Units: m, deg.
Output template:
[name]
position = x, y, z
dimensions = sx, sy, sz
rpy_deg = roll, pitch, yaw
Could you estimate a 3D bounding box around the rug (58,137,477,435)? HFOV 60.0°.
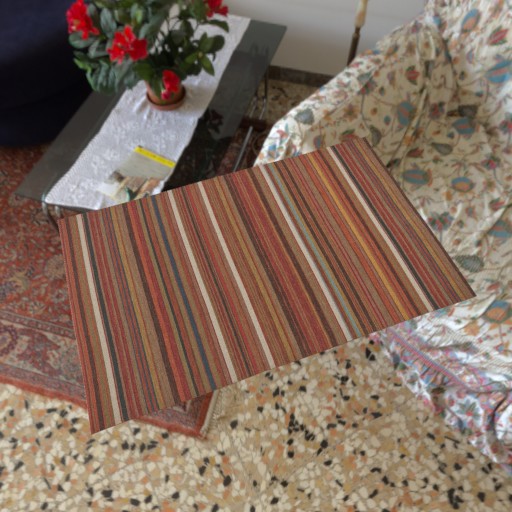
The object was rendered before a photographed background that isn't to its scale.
[rug]
position = 0.000, 0.000, 2.975
dimensions = 2.438, 0.008, 1.523
rpy_deg = -17, 60, -10
